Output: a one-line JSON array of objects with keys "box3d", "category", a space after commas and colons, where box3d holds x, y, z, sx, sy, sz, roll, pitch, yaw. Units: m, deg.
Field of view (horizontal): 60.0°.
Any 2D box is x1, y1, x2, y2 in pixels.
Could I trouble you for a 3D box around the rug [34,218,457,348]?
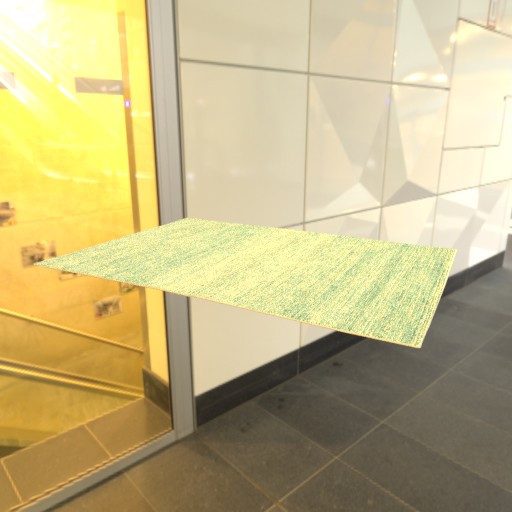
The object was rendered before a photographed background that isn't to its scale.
[{"box3d": [0.000, 0.000, 2.902, 2.305, 0.029, 1.593, 9, 19, 27], "category": "rug"}]
